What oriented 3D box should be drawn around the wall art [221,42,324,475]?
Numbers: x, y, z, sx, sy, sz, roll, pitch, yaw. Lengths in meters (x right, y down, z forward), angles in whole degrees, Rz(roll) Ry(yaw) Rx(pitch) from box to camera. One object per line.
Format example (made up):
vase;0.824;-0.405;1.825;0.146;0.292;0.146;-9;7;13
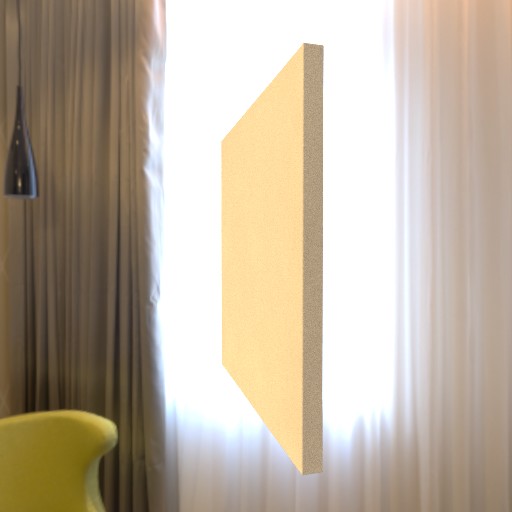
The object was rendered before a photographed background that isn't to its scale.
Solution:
wall art;0.000;0.000;1.150;0.040;0.762;0.762;0;2;-15
